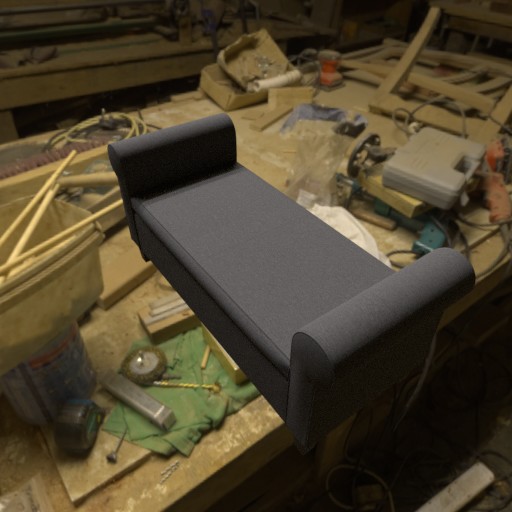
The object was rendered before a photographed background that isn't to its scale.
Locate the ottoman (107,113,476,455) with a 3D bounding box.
[{"bbox_3d":[0.000,0.000,1.563,0.521,0.547,1.256,-25,46,-27],"label":"ottoman"}]
